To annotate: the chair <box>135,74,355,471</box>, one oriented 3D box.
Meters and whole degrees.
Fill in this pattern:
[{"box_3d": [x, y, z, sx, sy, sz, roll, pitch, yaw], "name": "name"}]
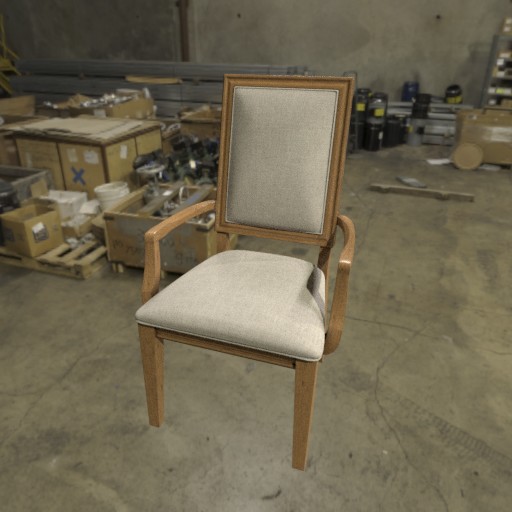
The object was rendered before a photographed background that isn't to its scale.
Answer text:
[{"box_3d": [0.000, 0.000, 1.358, 0.606, 0.990, 0.602, 9, 27, 17], "name": "chair"}]
